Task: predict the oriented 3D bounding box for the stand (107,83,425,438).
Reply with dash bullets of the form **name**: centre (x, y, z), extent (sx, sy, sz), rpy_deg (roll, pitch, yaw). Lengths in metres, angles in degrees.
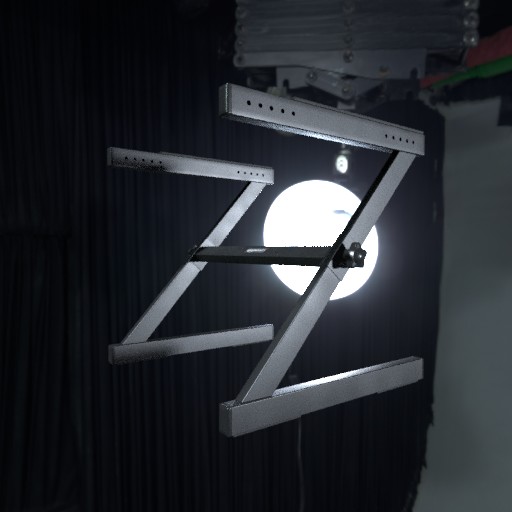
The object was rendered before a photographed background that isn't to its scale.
- **stand**: centre (0.000, 0.000, 1.179), extent (0.586, 0.617, 0.700), rpy_deg (-1, 1, -37)
